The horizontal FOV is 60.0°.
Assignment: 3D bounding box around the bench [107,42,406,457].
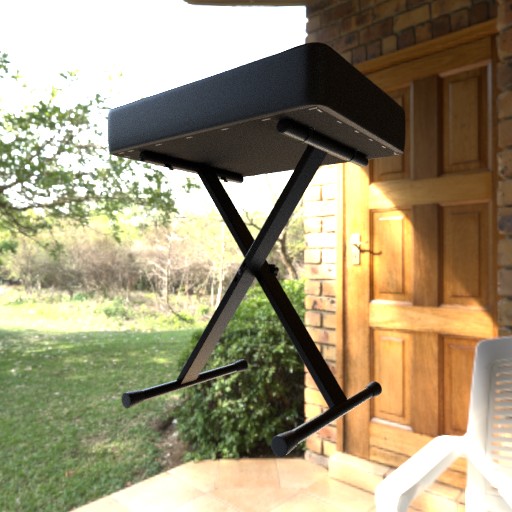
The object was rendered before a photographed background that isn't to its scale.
[{"bbox_3d":[0.000,0.000,0.765,0.424,0.500,0.321,0,-1,37],"label":"bench"}]
